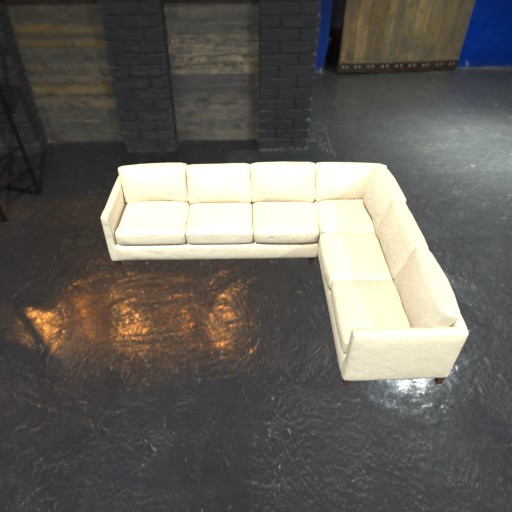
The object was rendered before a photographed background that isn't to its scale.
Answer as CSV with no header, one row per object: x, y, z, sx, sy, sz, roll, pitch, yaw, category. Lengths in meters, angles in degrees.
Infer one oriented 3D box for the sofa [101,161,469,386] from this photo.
0.000,0.000,4.535,3.302,0.947,2.593,-1,41,-1,sofa
